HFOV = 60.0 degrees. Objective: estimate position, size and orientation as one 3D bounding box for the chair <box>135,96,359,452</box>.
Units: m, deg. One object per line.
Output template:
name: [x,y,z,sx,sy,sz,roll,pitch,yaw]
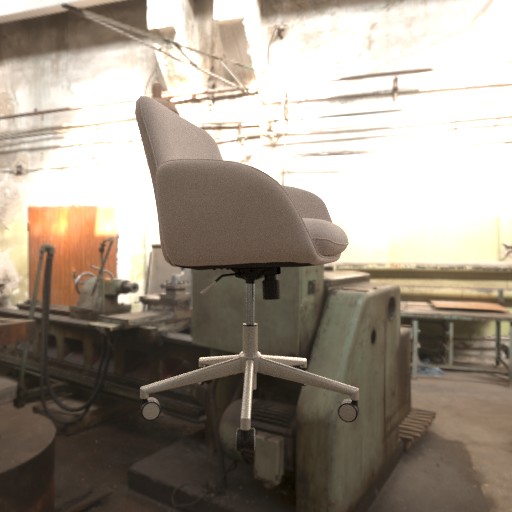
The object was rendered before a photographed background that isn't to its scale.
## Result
chair: [0.000,0.000,1.389,0.633,0.959,0.648,0,0,19]
